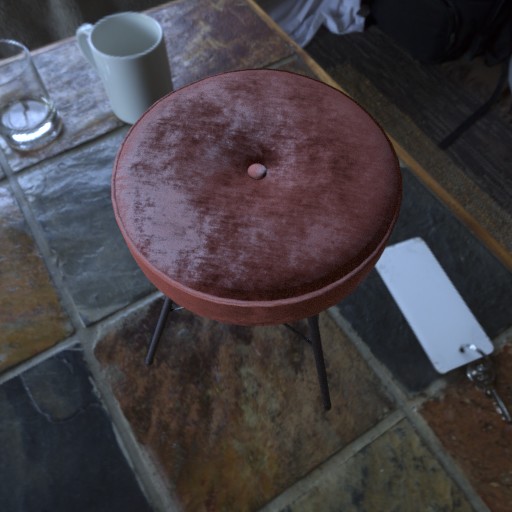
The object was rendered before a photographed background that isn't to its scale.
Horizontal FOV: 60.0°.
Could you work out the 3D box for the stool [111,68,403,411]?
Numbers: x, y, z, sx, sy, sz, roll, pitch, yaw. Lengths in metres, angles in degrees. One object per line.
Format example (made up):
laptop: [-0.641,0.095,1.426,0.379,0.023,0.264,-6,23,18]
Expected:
stool: [0.000,0.000,0.877,0.457,0.593,0.421,12,64,6]
